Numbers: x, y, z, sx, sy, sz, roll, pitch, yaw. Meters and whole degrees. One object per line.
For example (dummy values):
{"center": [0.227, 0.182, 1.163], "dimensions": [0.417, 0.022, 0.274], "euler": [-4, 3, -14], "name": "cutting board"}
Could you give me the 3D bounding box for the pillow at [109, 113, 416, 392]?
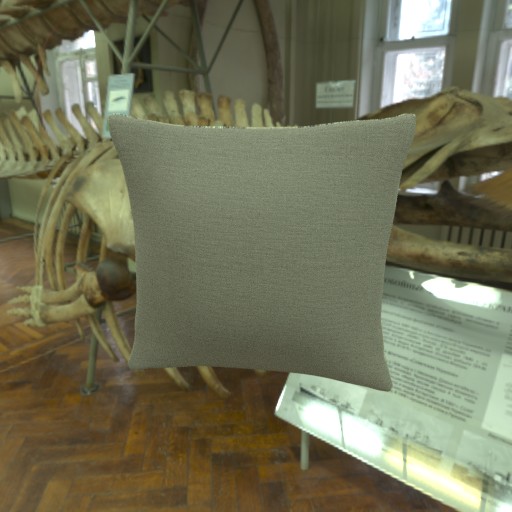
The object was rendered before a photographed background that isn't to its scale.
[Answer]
{"center": [0.000, 0.000, 0.678], "dimensions": [0.435, 0.416, 0.189], "euler": [2, 17, 8], "name": "pillow"}
